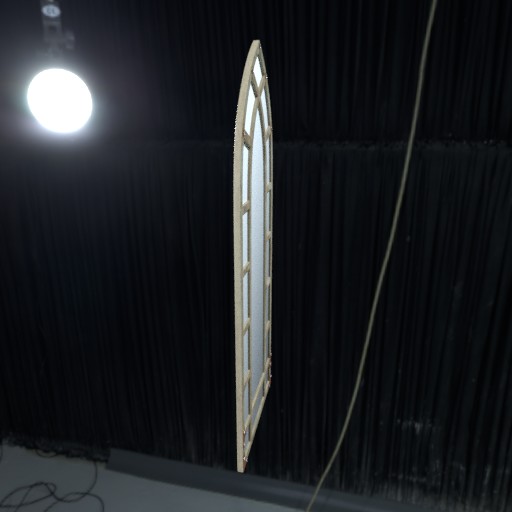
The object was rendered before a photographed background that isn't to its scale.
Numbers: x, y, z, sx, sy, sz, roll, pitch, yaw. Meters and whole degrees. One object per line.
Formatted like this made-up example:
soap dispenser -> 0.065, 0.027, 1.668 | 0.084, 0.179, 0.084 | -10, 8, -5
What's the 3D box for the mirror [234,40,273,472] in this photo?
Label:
mirror -> 0.000, 0.000, 1.329 | 0.025, 1.175, 0.464 | 4, 18, 11
